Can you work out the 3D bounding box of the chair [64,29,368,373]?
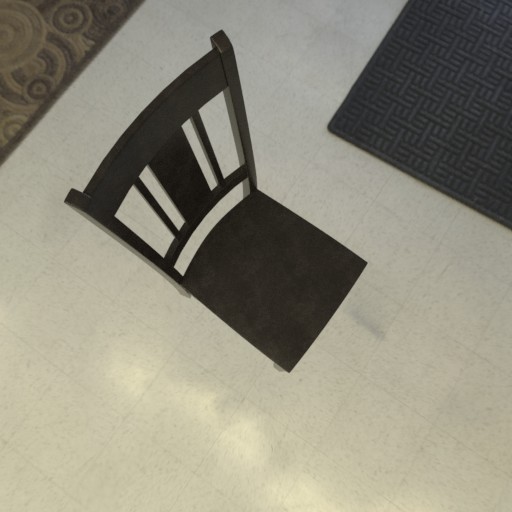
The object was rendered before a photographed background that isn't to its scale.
[{"bbox_3d":[0.000,0.000,1.266,0.555,0.998,0.450,36,79,8],"label":"chair"}]
